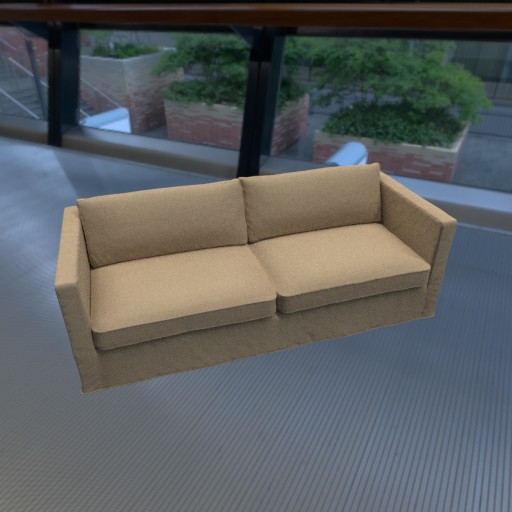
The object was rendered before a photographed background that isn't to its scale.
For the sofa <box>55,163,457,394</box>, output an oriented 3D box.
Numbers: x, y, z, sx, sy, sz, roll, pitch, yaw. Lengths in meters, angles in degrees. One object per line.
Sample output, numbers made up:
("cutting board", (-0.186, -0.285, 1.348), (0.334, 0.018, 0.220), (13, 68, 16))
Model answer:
("sofa", (0.000, 0.000, 2.884), (2.312, 0.853, 0.962), (-9, 33, -15))
